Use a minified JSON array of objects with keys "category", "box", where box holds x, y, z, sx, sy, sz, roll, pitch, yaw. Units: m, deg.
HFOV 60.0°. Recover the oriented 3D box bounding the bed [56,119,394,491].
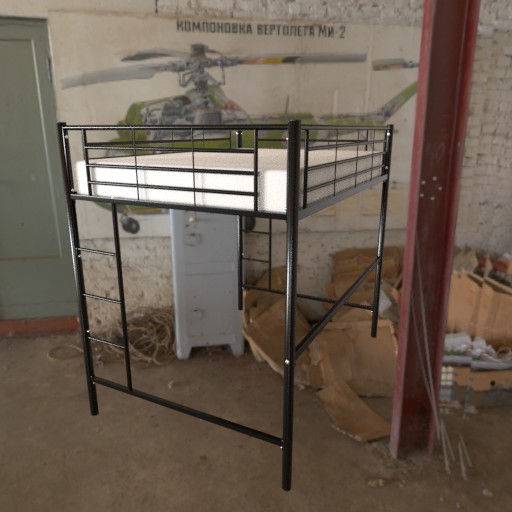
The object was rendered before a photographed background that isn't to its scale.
[{"category":"bed","box":[0.000,0.000,3.146,1.397,1.803,1.994,8,18,26]}]
